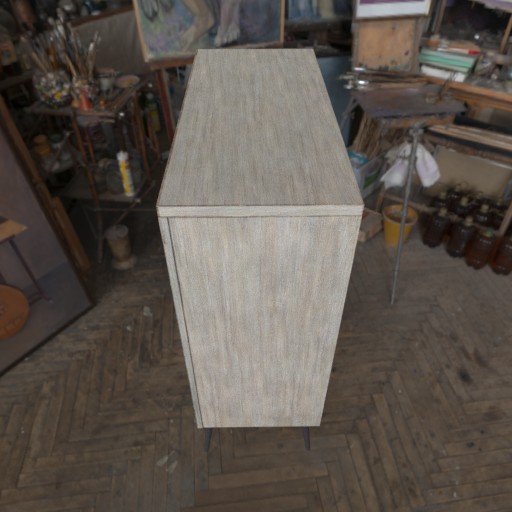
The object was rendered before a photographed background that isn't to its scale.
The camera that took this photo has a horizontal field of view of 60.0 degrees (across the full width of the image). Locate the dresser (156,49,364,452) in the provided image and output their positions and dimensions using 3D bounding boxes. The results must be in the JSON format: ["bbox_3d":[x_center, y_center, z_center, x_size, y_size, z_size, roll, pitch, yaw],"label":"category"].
[{"bbox_3d":[0.000,0.000,1.732,0.457,1.219,1.016,-1,42,-1],"label":"dresser"}]
